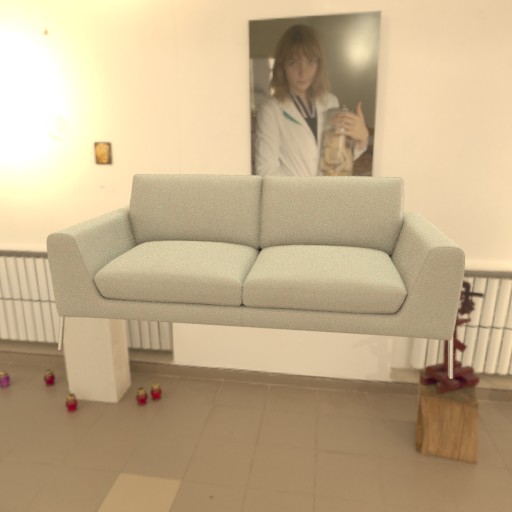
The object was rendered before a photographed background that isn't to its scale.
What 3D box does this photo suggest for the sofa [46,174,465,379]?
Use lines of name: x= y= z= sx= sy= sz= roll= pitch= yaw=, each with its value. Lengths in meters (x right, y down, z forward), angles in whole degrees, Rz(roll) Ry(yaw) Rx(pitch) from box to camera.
sofa: x=0.000 y=0.000 z=2.557 sx=2.017 sy=0.875 sz=0.953 roll=2 pitch=16 yaw=8
